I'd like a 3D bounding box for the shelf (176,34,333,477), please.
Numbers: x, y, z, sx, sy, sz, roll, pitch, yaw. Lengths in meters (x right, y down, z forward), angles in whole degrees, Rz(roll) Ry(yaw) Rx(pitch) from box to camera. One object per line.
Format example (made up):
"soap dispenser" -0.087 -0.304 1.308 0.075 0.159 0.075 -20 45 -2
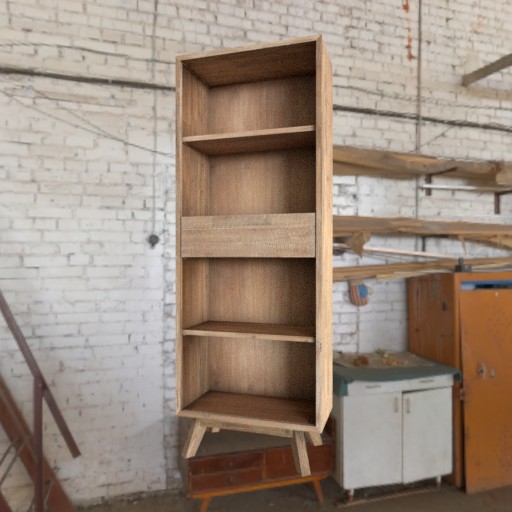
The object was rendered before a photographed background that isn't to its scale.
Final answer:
"shelf" 0.000 0.000 1.529 0.491 1.342 0.267 0 0 18
